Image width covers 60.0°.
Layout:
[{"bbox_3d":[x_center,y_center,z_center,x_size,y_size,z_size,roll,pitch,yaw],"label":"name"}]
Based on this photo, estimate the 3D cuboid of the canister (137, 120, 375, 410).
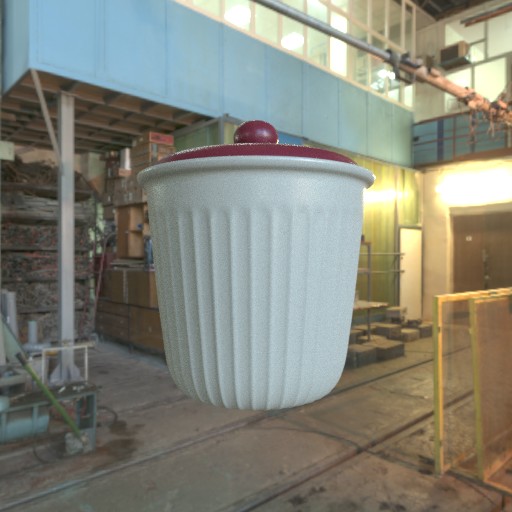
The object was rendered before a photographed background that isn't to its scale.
[{"bbox_3d":[0.000,0.000,0.349,0.181,0.211,0.181,0,0,0],"label":"canister"}]
